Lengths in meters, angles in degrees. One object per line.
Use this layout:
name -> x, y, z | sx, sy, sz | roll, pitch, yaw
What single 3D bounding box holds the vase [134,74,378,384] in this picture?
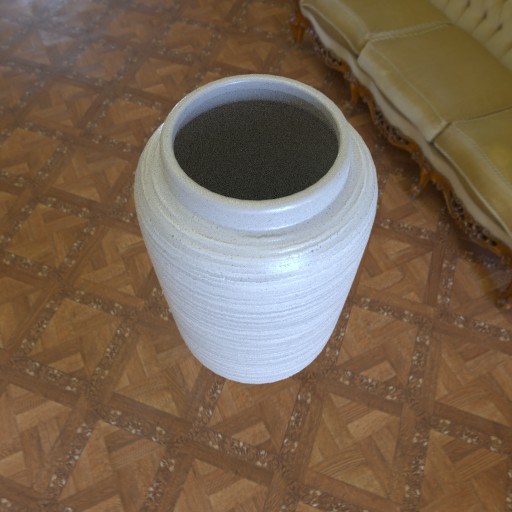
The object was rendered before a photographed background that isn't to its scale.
vase -> 0.000, 0.000, 0.460 | 0.202, 0.335, 0.202 | 0, 58, 0
